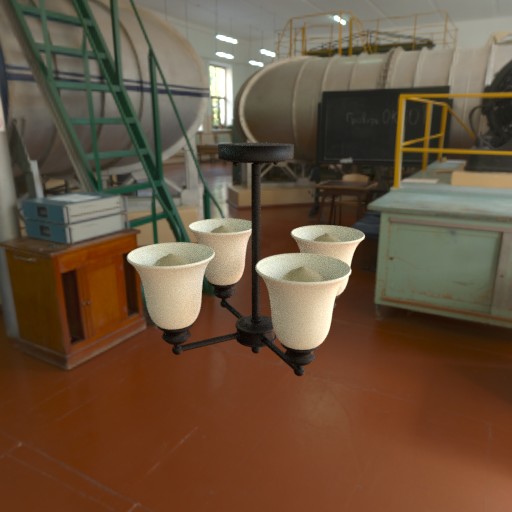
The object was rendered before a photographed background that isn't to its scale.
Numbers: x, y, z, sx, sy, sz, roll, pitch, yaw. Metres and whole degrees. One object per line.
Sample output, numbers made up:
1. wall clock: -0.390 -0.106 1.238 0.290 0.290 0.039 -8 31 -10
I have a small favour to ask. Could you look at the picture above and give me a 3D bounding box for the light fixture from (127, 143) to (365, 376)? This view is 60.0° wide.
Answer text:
1. light fixture: 0.000 0.000 1.893 1.069 0.925 1.069 -8 19 -26
